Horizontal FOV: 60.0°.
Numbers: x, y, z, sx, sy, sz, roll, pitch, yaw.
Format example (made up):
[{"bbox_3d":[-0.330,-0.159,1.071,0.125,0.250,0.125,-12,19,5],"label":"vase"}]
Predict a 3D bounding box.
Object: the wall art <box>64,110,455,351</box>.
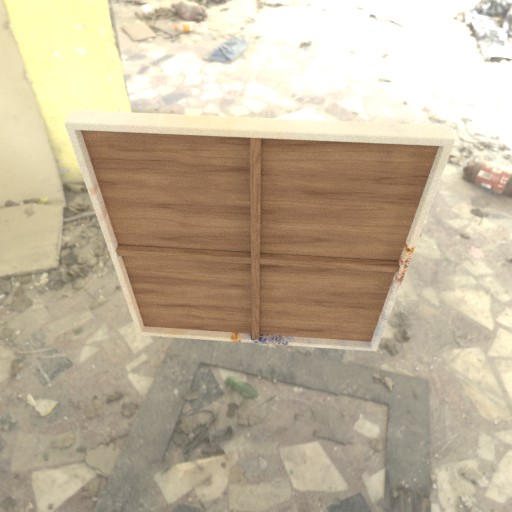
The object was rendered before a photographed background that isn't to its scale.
[{"bbox_3d":[0.000,0.000,1.605,1.061,1.061,0.071,3,47,3],"label":"wall art"}]
